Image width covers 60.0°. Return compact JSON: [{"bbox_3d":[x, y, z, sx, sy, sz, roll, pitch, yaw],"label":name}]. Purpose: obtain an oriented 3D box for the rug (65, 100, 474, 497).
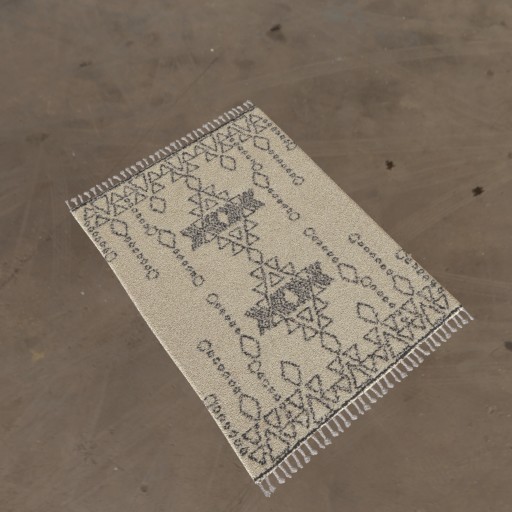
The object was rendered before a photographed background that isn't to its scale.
[{"bbox_3d":[0.000,0.000,3.816,2.125,0.028,3.027,-34,68,-16],"label":"rug"}]
